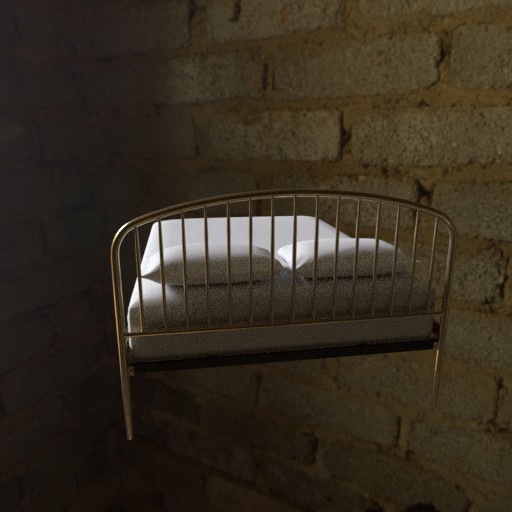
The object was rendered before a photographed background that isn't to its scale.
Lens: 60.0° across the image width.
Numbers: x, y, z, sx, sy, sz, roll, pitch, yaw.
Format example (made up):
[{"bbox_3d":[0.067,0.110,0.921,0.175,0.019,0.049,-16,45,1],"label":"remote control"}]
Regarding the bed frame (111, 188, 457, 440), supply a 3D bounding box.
[{"bbox_3d":[0.000,0.000,3.104,1.612,1.175,2.152,-2,15,-9],"label":"bed frame"}]
